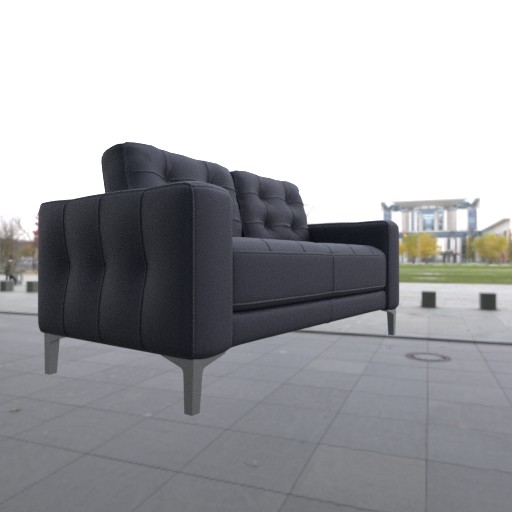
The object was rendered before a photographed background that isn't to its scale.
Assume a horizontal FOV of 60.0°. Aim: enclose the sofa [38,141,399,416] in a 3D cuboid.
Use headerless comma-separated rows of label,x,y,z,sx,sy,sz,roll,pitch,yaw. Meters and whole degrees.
sofa,0.000,0.000,2.109,0.833,0.893,1.726,0,-1,36
